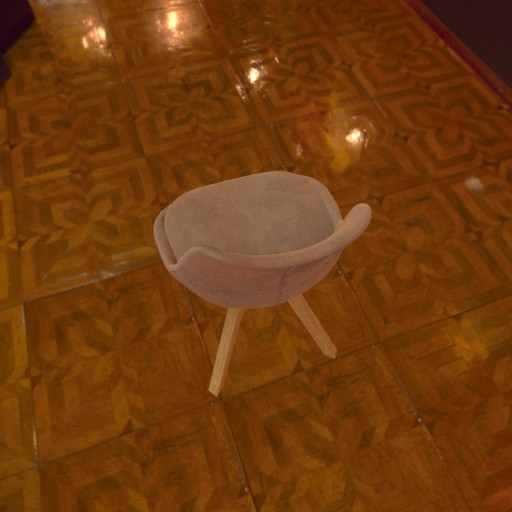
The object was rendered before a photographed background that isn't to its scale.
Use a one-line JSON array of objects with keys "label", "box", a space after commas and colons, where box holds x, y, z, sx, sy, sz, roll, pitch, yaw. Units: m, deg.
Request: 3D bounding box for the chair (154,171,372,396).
[{"label": "chair", "box": [0.000, 0.000, 1.179, 0.485, 0.850, 0.550, -15, 59, -9]}]
